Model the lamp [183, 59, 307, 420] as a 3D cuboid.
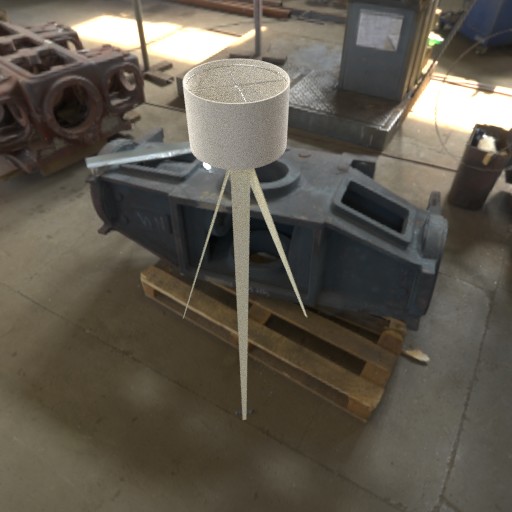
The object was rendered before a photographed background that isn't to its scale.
[{"bbox_3d":[0.000,0.000,1.940,0.724,1.524,0.716,-10,46,-10],"label":"lamp"}]
